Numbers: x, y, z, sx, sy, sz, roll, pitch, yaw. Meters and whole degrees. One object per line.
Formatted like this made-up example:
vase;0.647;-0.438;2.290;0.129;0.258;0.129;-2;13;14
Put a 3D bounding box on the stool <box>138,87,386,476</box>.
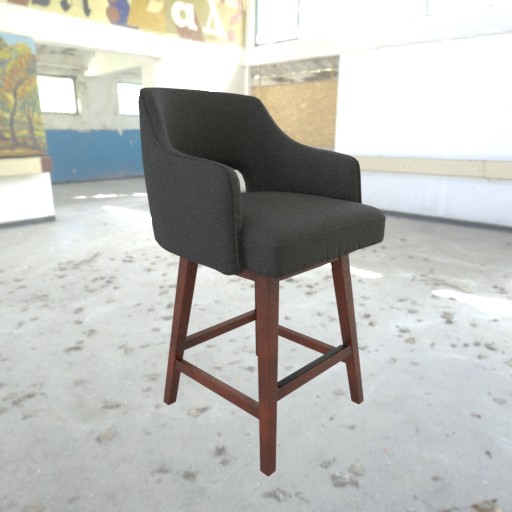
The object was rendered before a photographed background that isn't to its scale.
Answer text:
stool;0.000;0.000;1.250;0.558;0.912;0.548;15;22;42
